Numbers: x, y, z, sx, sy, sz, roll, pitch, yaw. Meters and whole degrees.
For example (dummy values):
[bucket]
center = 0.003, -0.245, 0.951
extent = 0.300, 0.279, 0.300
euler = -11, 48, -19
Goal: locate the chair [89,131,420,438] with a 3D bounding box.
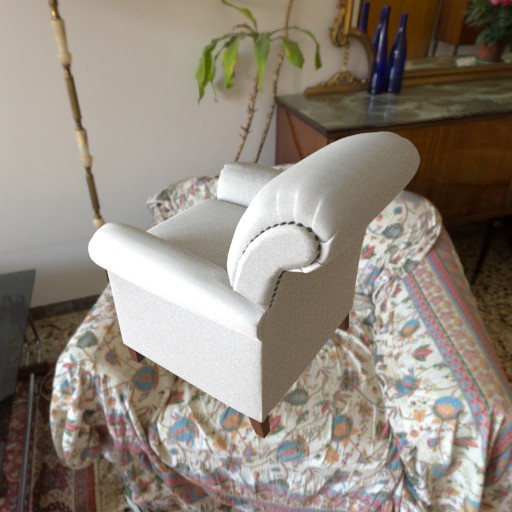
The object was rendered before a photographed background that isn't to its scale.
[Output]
[chair]
center = 0.000, 0.000, 1.635
extent = 0.890, 0.927, 0.854
euler = 21, 39, 28
